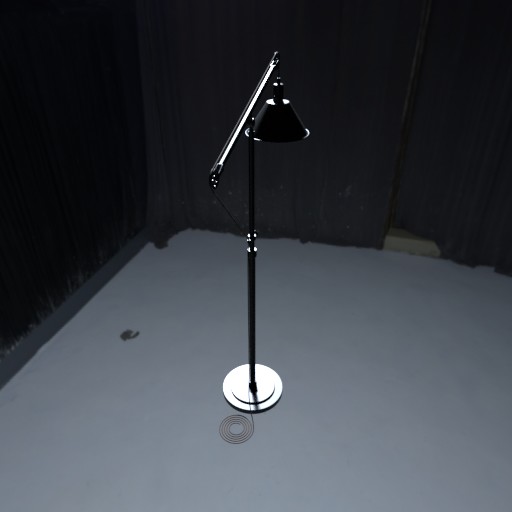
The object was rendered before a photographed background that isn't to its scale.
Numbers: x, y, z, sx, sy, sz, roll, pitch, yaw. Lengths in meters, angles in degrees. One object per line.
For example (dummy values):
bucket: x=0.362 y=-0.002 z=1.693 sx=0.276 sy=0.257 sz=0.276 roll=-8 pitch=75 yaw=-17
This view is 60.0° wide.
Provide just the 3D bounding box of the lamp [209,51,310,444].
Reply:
lamp: x=0.000 y=0.000 z=2.003 sx=0.319 sy=1.626 sz=0.904 roll=10 pitch=33 yaw=15
